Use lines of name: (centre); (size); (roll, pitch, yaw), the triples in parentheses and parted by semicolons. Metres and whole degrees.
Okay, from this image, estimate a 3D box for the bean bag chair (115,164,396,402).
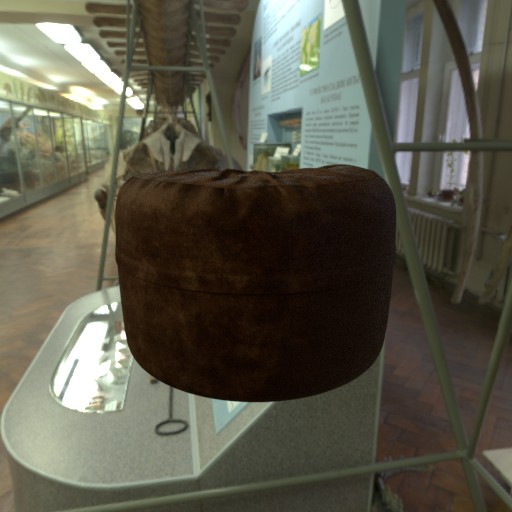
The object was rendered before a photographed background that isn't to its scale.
bean bag chair: (0.000, 0.000, 1.521); (0.918, 0.616, 0.918); (0, 15, 0)
